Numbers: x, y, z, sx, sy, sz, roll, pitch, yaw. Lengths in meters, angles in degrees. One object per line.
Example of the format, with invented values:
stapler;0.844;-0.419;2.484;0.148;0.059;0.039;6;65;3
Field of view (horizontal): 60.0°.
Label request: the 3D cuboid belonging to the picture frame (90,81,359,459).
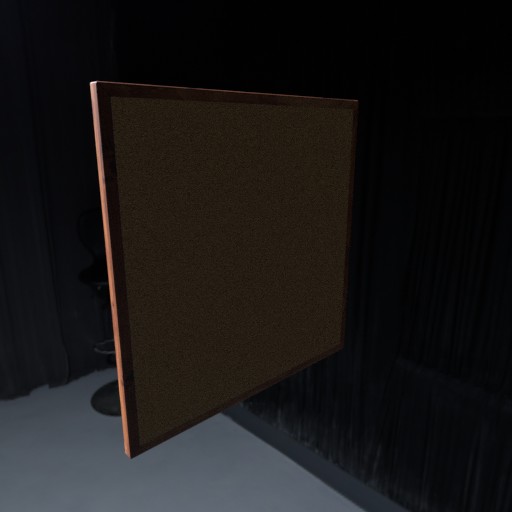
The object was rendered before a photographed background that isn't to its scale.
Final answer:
picture frame;0.000;0.000;1.185;0.810;0.817;0.029;-14;21;-41
